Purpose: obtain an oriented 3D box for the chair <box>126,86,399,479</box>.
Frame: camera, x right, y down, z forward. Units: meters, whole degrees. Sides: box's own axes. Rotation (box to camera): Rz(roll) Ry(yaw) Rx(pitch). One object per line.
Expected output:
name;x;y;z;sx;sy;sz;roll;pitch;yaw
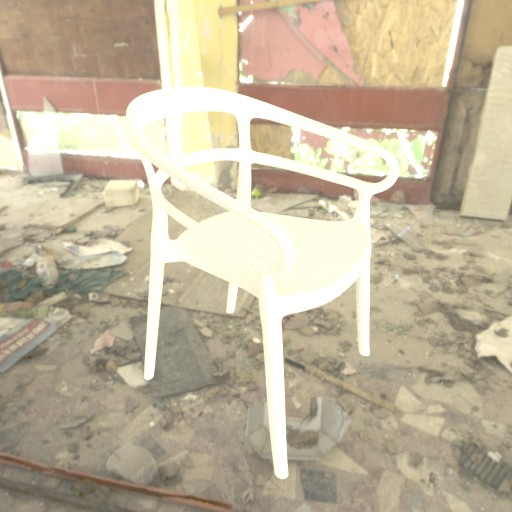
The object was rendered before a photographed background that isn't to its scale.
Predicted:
chair;0.000;0.000;1.119;0.527;0.761;0.559;17;33;30
